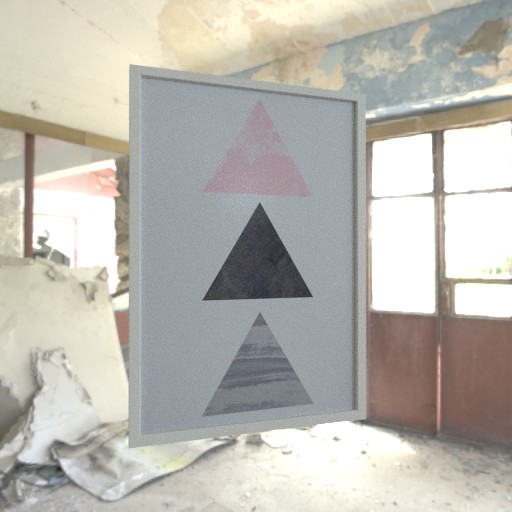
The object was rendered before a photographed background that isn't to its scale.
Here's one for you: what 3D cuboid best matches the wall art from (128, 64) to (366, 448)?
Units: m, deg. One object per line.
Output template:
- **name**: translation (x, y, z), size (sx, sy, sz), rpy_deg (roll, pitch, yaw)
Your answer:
- **wall art**: translation (0.000, 0.000, 0.551), size (0.303, 0.433, 0.013), rpy_deg (0, 0, -18)
